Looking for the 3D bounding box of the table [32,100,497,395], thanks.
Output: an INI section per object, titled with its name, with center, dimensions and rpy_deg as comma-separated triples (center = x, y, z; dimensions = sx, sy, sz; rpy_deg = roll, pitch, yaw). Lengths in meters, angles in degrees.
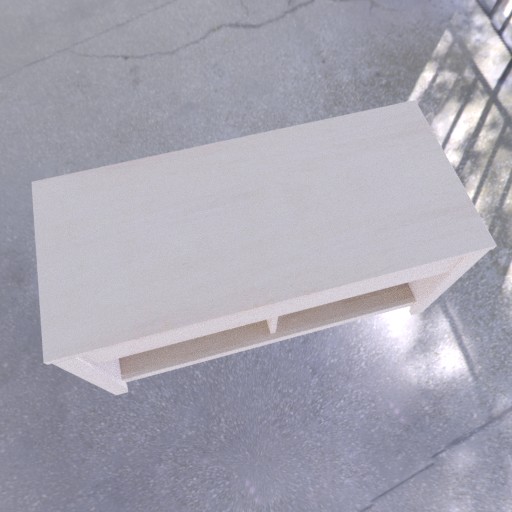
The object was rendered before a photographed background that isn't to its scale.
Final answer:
[table]
center = 0.000, 0.000, 1.267
dimensions = 1.016, 0.483, 0.457
rpy_deg = -14, 66, -6
